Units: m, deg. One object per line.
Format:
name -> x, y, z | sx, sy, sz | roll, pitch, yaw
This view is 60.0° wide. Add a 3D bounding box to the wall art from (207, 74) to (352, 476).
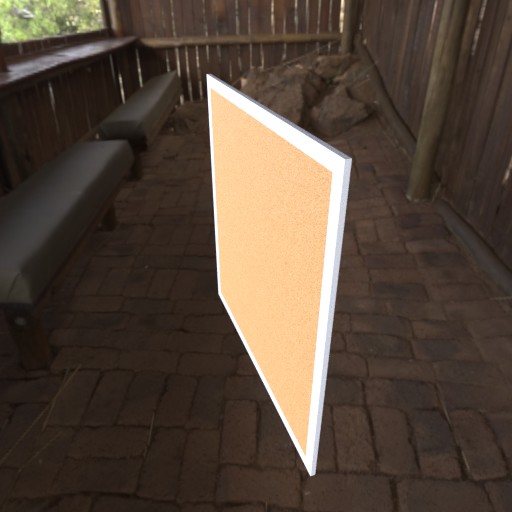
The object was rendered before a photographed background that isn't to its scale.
wall art -> 0.000, 0.000, 0.835 | 0.009, 0.559, 0.558 | -11, 33, -17
